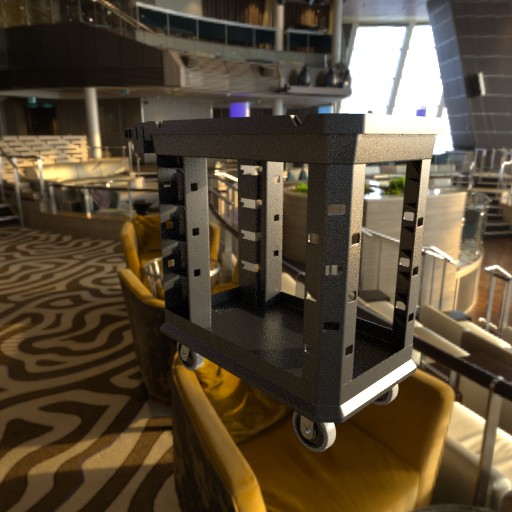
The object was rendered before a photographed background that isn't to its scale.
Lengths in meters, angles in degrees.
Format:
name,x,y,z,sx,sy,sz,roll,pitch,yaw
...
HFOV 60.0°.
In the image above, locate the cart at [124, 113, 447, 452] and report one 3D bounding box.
name,x,y,z,sx,sy,sz,roll,pitch,yaw
cart,0.000,0.000,1.518,0.497,0.884,1.061,-14,20,-41
